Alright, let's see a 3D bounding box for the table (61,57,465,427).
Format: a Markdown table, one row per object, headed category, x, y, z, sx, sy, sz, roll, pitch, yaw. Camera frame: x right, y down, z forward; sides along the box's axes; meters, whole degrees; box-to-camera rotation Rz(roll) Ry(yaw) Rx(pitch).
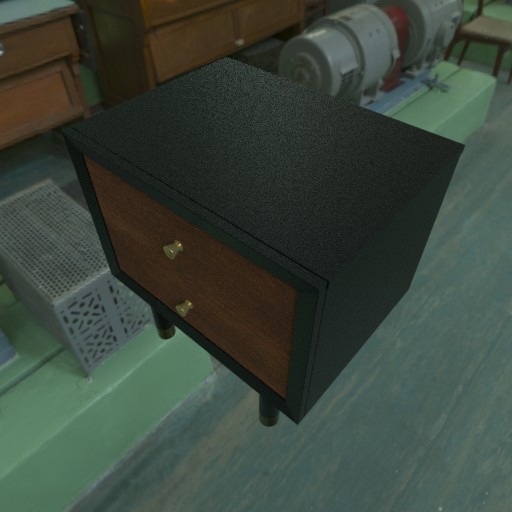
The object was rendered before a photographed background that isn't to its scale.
| category | x | y | z | sx | sy | sz | roll | pitch | yaw |
| --- | --- | --- | --- | --- | --- | --- | --- | --- | --- |
| table | 0.000 | 0.000 | 0.979 | 0.564 | 0.584 | 0.441 | 32 | 54 | 27 |
